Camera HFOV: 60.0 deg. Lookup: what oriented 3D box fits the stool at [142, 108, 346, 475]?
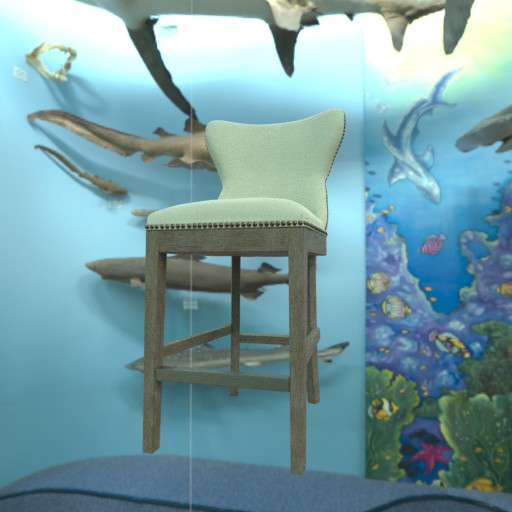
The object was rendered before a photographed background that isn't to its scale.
[{"bbox_3d":[0.000,0.000,1.331,0.498,0.981,0.608,0,-1,17],"label":"stool"}]
